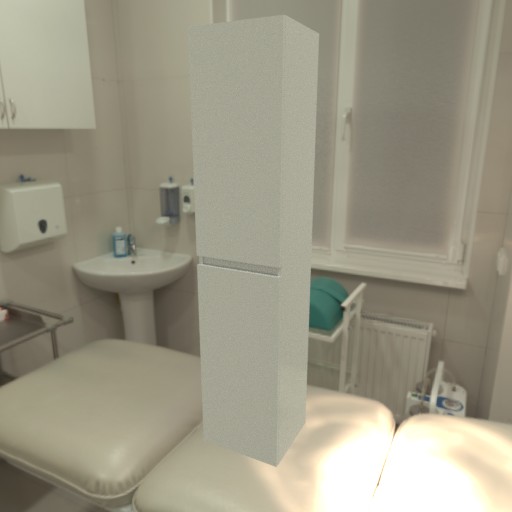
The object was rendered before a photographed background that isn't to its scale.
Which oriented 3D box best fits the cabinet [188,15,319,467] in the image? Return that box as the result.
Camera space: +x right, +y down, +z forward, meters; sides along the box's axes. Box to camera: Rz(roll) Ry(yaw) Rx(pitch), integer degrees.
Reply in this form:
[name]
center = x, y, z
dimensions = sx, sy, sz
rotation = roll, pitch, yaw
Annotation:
[cabinet]
center = 0.000, 0.000, 1.512
dimensions = 0.300, 1.400, 0.270
rotation = 8, 18, 26
